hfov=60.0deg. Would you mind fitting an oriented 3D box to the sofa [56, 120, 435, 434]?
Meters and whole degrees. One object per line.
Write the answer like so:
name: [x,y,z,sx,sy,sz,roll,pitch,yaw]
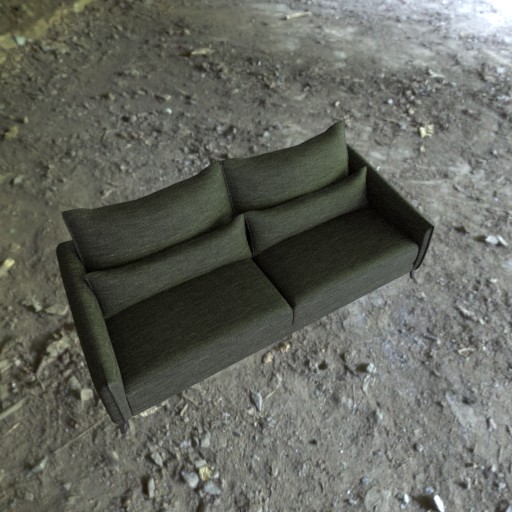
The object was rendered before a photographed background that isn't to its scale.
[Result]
sofa: [0.000,0.000,2.465,2.019,0.843,0.807,-23,50,-21]
